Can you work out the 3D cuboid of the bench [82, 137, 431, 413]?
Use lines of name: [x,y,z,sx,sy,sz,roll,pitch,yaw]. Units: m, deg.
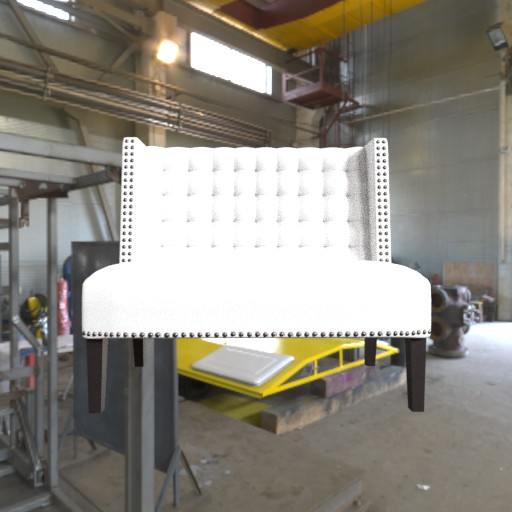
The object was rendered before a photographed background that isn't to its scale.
bench: [0.000,0.000,1.966,1.280,1.123,0.847,0,1,-1]
